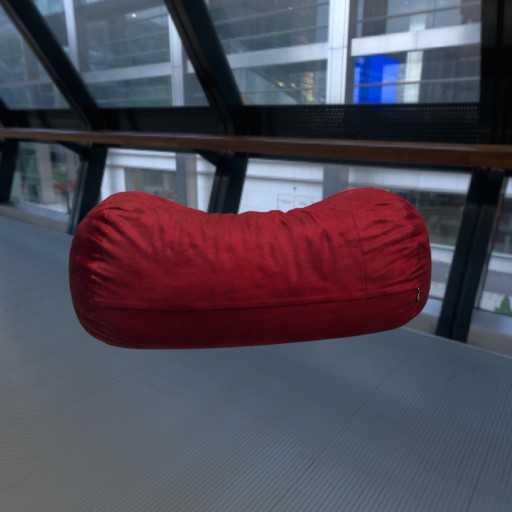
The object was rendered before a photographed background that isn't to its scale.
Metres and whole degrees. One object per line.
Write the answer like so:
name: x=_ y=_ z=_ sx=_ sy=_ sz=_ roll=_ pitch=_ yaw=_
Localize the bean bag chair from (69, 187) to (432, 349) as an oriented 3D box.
bean bag chair: x=0.000 y=0.000 z=2.882 sx=2.293 sy=0.867 sz=1.216 roll=-2 pitch=16 yaw=-9
